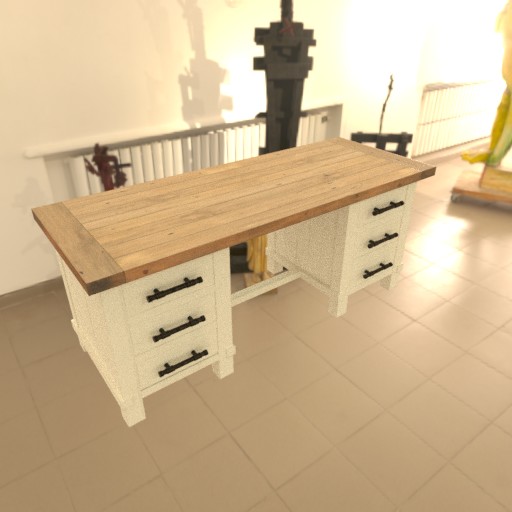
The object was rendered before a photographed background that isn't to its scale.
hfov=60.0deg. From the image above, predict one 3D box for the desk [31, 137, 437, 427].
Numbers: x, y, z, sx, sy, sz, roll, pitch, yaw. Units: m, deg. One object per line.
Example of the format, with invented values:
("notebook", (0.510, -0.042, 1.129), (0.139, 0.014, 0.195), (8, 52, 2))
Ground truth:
("desk", (0.000, 0.000, 2.250), (1.803, 0.760, 0.688), (-21, 36, -31))
